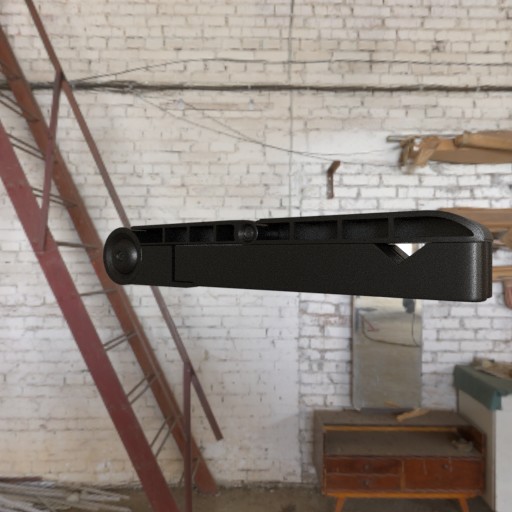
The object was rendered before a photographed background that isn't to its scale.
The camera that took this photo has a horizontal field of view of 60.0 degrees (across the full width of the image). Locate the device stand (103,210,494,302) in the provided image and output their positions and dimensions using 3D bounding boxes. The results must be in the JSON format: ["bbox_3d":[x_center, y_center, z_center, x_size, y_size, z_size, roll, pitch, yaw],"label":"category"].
[{"bbox_3d":[0.000,0.000,0.191,0.179,0.030,0.026,0,1,35],"label":"device stand"}]
